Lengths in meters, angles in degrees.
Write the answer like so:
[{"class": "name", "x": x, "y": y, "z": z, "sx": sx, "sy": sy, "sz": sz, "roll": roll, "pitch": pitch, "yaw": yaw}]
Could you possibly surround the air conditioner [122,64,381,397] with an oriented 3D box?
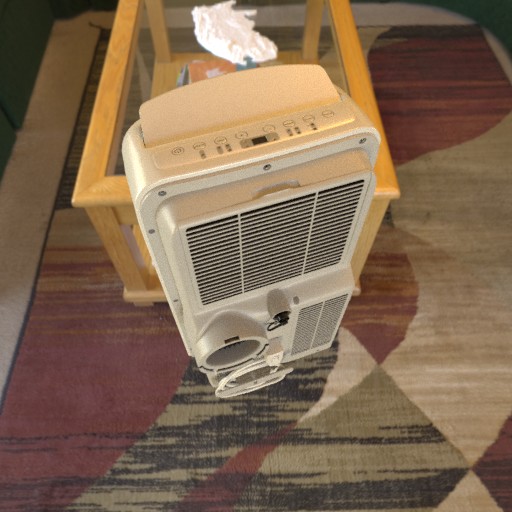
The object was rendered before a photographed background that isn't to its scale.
[{"class": "air conditioner", "x": 0.000, "y": 0.000, "z": 1.044, "sx": 0.449, "sy": 0.786, "sz": 0.414, "roll": -17, "pitch": 60, "yaw": -10}]
